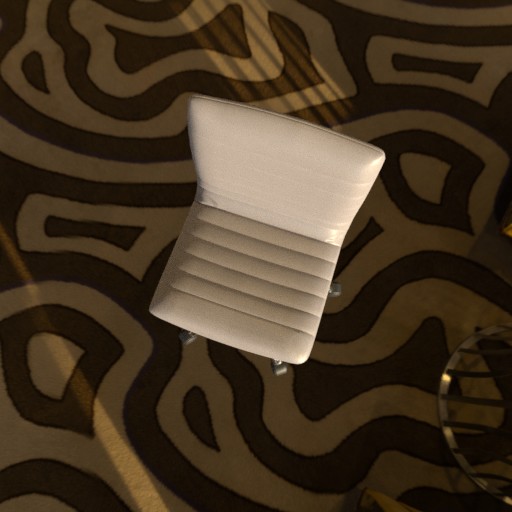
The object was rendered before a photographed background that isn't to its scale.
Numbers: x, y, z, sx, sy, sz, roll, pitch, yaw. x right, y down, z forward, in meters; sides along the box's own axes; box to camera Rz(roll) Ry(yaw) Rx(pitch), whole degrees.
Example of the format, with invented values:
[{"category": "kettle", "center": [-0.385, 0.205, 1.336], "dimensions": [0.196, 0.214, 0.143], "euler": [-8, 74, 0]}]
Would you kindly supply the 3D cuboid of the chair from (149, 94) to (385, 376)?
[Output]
[{"category": "chair", "center": [0.000, 0.000, 1.165], "dimensions": [0.569, 0.750, 0.542], "euler": [18, 76, 5]}]
